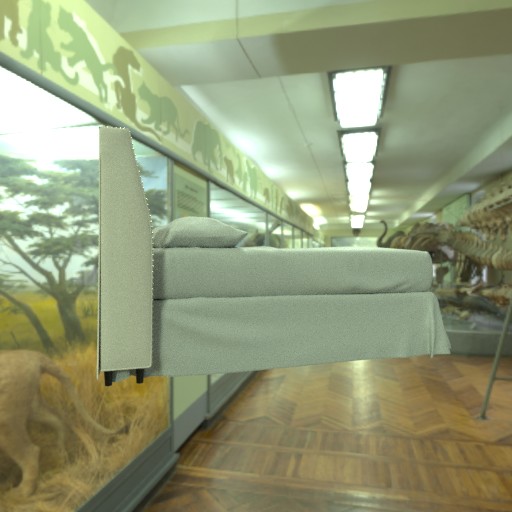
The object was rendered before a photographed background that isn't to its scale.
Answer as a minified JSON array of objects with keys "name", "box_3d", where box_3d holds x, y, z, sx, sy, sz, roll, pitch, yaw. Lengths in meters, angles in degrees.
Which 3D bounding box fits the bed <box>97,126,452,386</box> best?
[{"name":"bed","box_3d":[0.000,0.000,3.443,2.276,1.332,1.925,0,0,-18]}]
